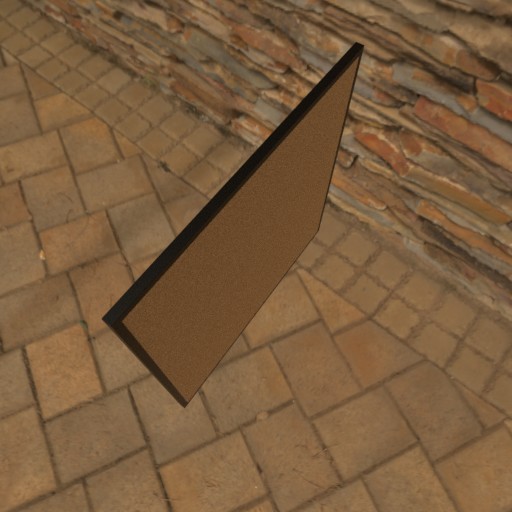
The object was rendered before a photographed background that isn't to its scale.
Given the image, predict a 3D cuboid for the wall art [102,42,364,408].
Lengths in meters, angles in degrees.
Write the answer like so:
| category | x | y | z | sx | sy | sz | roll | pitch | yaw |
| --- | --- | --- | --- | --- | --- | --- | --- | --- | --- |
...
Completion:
| category | x | y | z | sx | sy | sz | roll | pitch | yaw |
| --- | --- | --- | --- | --- | --- | --- | --- | --- | --- |
| wall art | 0.000 | 0.000 | 0.681 | 0.012 | 0.458 | 0.457 | 32 | 67 | 16 |
